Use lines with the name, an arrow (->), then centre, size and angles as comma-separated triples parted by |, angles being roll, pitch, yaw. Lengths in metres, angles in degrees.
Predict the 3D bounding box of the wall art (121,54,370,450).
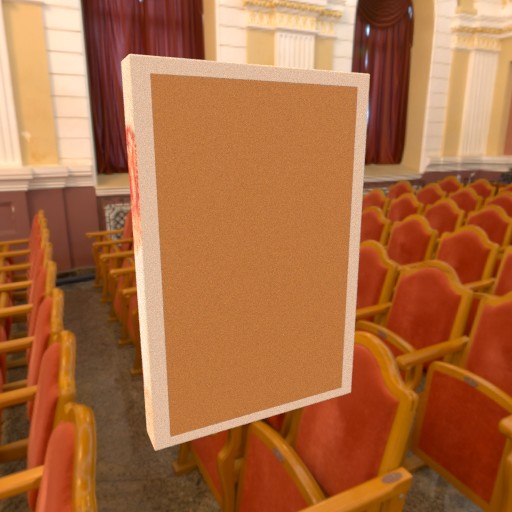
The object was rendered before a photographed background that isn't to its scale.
wall art -> 0.000, 0.000, 0.480 | 0.251, 0.380, 0.039 | -7, 16, -25
